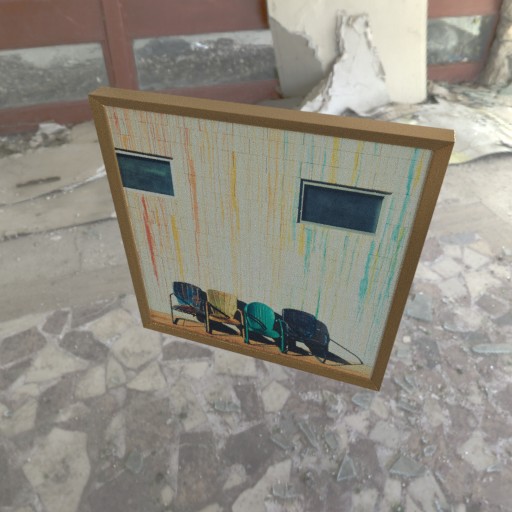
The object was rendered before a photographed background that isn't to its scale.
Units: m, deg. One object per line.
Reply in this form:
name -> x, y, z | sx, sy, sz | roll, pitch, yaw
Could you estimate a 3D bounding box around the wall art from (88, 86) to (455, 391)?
wall art -> 0.000, 0.000, 0.755 | 0.505, 0.505, 0.037 | 12, 41, 14
